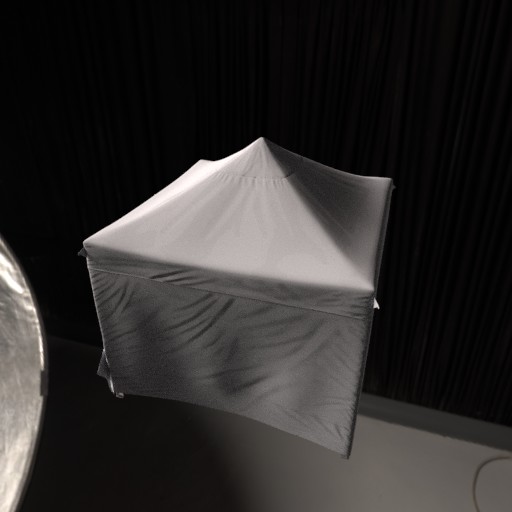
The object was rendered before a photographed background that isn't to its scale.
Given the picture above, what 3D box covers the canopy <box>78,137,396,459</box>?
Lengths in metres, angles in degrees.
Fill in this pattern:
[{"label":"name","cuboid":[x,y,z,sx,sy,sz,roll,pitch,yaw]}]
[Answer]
[{"label":"canopy","cuboid":[0.000,0.000,5.626,3.121,2.997,3.043,9,31,16]}]
